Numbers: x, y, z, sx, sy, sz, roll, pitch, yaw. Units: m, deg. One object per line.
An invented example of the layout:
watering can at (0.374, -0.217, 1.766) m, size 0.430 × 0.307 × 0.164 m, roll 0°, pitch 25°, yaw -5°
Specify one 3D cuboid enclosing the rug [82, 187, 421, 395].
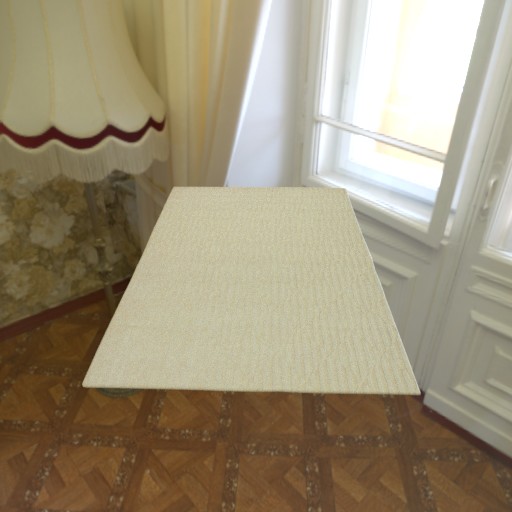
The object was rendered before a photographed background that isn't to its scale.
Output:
rug at (0.000, 0.000, 2.386) m, size 1.238 × 0.014 × 1.848 m, roll 1°, pitch 32°, yaw 1°
